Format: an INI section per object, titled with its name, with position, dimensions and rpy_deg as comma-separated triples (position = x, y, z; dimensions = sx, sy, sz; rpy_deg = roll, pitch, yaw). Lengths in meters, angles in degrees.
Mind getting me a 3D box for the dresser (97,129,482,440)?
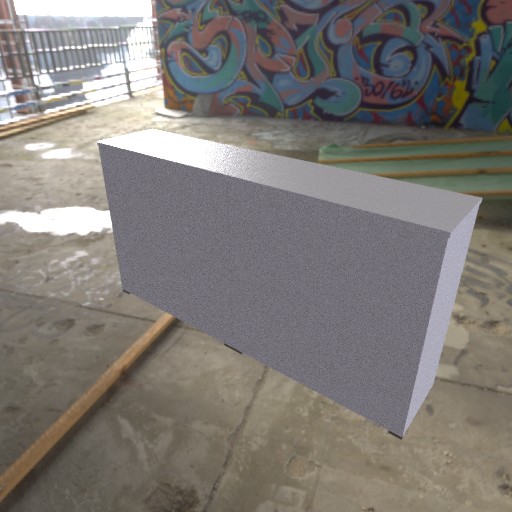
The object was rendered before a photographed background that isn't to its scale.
[dresser]
position = 0.000, 0.000, 1.864
dimensions = 1.535, 0.790, 0.333
rpy_deg = 20, 34, 33
